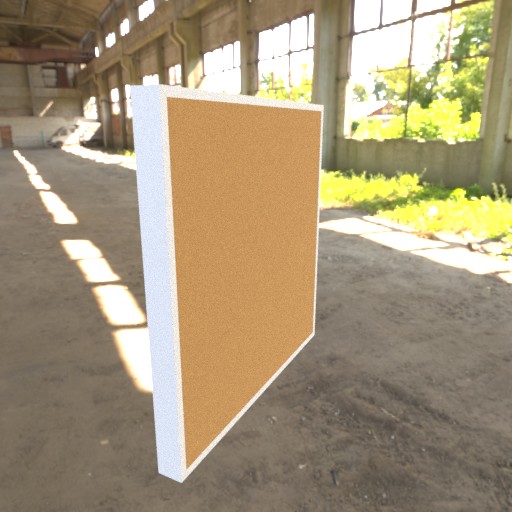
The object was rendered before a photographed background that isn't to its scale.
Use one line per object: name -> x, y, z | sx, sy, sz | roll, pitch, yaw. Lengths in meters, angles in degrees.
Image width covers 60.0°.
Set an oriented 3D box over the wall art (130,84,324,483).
wall art -> 0.000, 0.000, 0.453 | 0.024, 0.304, 0.304 | 8, 18, 27
